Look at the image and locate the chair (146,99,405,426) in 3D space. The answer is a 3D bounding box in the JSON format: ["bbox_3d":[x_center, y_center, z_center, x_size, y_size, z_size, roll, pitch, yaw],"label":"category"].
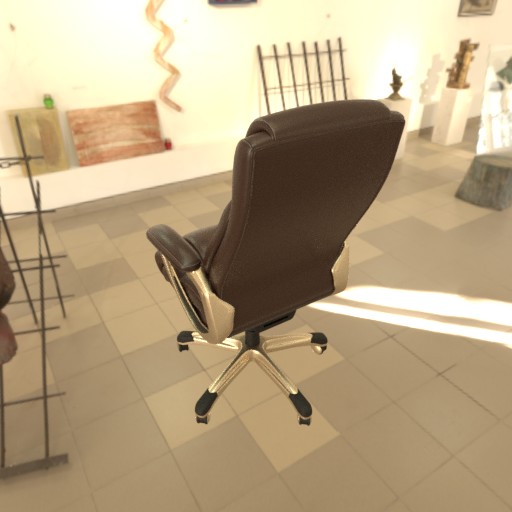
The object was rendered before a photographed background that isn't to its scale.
[{"bbox_3d":[0.000,0.000,1.613,0.692,1.194,0.749,-18,36,-28],"label":"chair"}]
